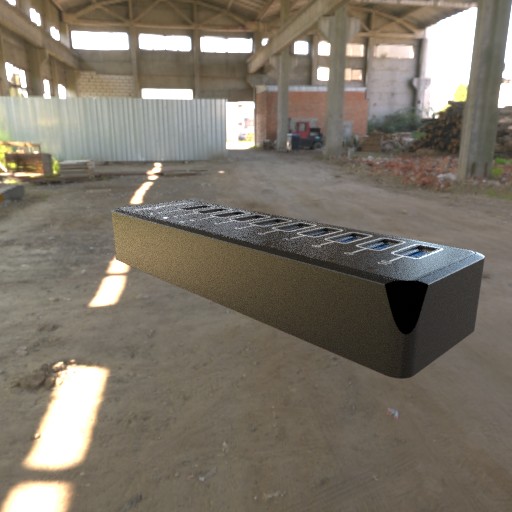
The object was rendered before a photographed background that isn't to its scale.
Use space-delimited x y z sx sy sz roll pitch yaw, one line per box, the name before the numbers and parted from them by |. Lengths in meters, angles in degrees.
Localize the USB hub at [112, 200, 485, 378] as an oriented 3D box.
USB hub | 0.000 0.000 0.163 0.044 0.023 0.145 -14 21 -41
